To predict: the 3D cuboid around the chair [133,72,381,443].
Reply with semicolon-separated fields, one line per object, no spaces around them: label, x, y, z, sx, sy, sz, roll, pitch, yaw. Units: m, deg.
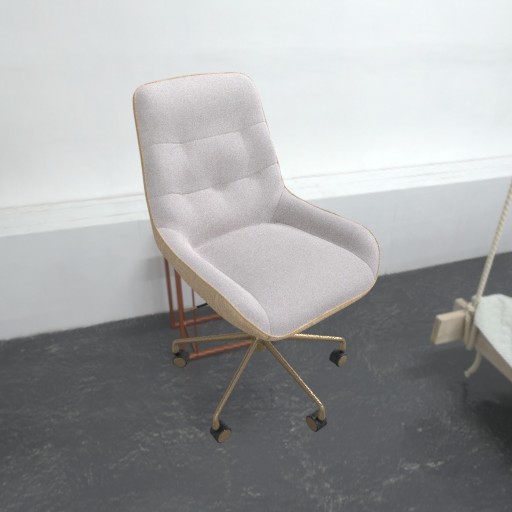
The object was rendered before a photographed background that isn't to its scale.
chair;0.000;0.000;1.341;0.564;0.952;0.668;-22;38;-32
